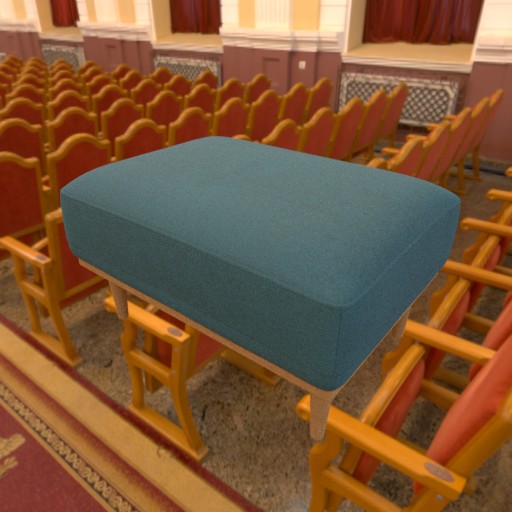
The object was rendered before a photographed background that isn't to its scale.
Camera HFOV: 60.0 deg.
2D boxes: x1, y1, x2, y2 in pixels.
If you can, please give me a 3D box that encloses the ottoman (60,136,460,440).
[{"bbox_3d":[0.000,0.000,1.052,0.749,0.428,0.549,21,36,33],"label":"ottoman"}]
